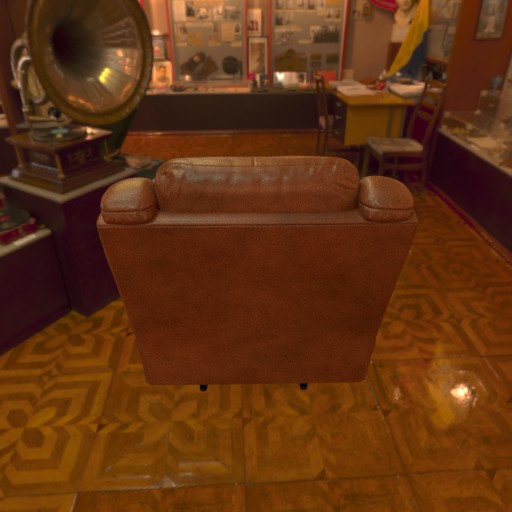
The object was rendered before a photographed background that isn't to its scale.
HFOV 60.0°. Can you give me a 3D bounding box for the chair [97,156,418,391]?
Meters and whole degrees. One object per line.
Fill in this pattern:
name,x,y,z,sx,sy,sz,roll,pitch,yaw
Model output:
chair,0.000,0.000,1.877,0.990,1.093,1.041,-1,30,-1
